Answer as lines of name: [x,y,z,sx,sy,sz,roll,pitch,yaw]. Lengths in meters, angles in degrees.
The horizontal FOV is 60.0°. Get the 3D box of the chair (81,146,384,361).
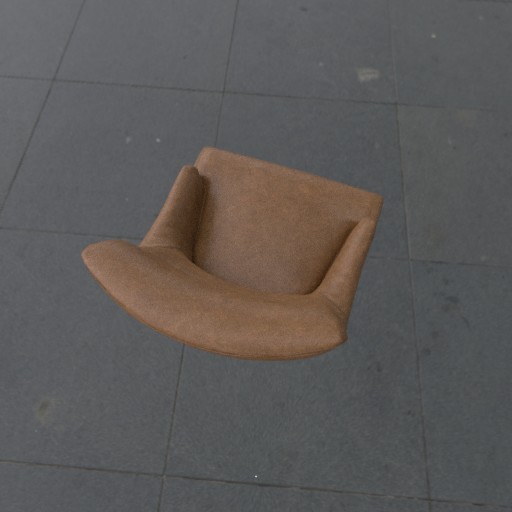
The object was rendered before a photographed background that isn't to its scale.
chair: [0.000,0.000,1.492,0.729,0.869,0.874,18,65,9]
